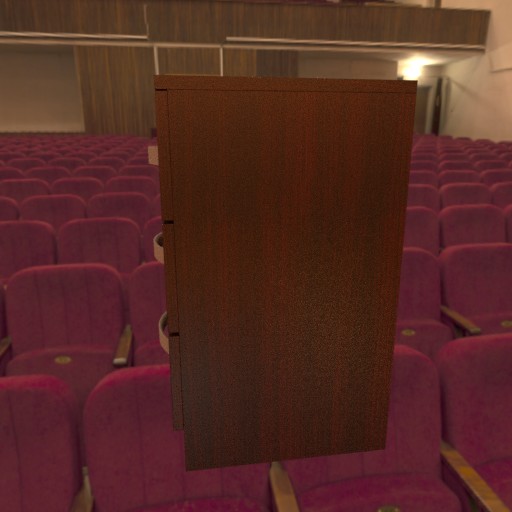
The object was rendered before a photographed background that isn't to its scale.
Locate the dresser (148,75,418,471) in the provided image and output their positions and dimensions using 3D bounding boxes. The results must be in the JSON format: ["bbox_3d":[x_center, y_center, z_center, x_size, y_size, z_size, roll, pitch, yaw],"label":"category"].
[{"bbox_3d":[0.000,0.000,0.808,0.360,0.560,0.400,-2,15,-9],"label":"dresser"}]
